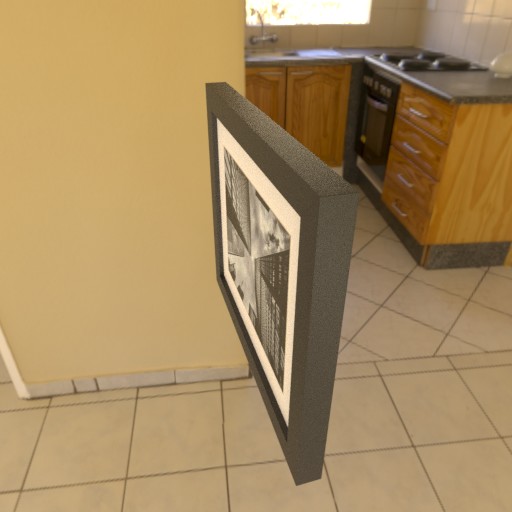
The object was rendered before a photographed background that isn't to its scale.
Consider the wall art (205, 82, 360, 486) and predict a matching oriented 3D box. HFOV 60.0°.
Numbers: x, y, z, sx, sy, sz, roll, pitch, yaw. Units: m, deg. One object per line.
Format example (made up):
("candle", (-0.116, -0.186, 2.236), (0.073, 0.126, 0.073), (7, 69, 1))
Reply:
("wall art", (0.000, 0.000, 0.525), (0.028, 0.321, 0.381), (-9, 33, -14))
